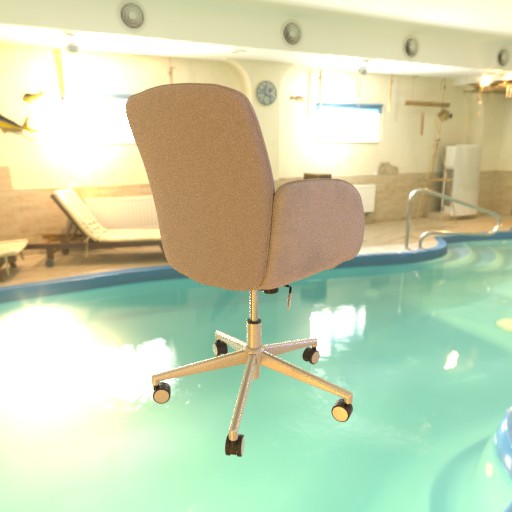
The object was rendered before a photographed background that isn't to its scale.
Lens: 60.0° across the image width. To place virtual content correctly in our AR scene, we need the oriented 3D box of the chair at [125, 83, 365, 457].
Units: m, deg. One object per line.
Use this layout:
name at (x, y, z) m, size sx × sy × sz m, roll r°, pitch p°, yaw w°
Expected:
chair at (0.000, 0.000, 1.392) m, size 0.654 × 0.959 × 0.648 m, roll -14°, pitch 20°, yaw -43°
